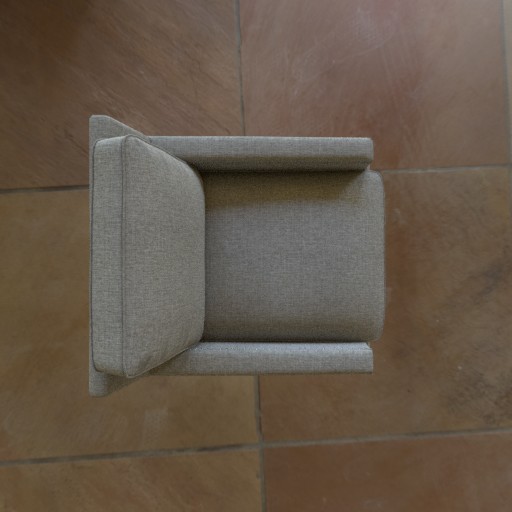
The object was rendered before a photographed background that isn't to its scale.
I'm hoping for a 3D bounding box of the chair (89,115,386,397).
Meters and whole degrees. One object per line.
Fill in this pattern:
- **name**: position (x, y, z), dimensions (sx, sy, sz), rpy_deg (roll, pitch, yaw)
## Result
- **chair**: position (0.000, 0.000, 1.660), dimensions (1.014, 0.943, 0.853), rpy_deg (0, 90, -1)
